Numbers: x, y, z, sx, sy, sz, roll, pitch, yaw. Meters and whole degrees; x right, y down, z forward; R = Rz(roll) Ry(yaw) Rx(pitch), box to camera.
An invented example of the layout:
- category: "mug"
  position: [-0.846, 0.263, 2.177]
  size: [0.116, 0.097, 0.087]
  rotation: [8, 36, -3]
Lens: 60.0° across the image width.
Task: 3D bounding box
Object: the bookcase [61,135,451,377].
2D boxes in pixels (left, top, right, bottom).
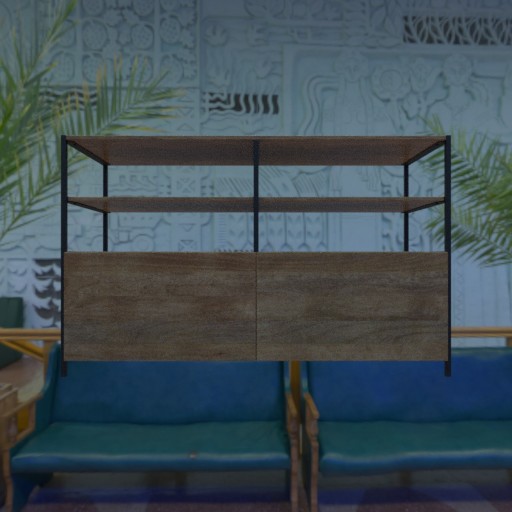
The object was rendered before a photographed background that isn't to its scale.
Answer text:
- category: "bookcase"
  position: [0.000, 0.000, 1.486]
  size: [1.149, 0.712, 0.391]
  rotation: [0, 0, 0]
